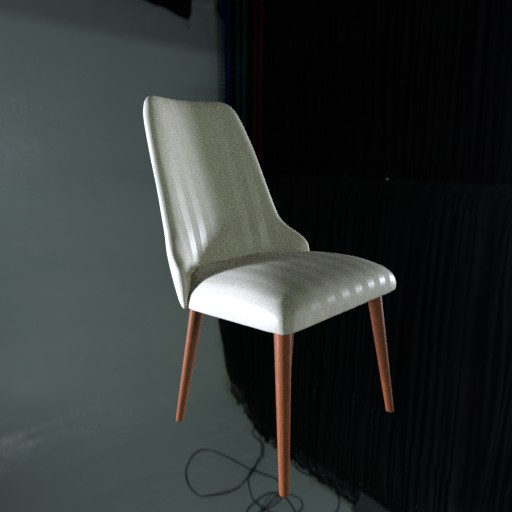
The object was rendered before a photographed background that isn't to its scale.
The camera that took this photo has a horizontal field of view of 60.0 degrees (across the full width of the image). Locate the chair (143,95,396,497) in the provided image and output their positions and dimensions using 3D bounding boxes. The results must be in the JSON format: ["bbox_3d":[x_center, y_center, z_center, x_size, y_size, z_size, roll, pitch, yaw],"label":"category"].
[{"bbox_3d":[0.000,0.000,1.292,0.526,0.917,0.684,-13,18,-43],"label":"chair"}]
